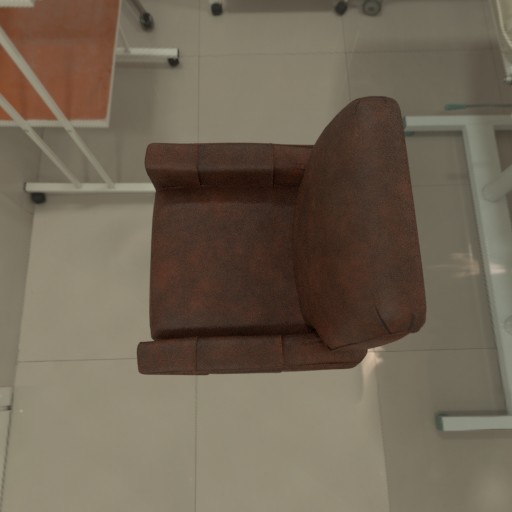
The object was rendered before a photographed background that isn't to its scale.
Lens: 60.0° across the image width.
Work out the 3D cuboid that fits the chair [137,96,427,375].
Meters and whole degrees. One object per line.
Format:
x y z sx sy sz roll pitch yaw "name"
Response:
0.000 0.000 1.643 0.836 1.043 0.843 -2 75 0 "chair"
